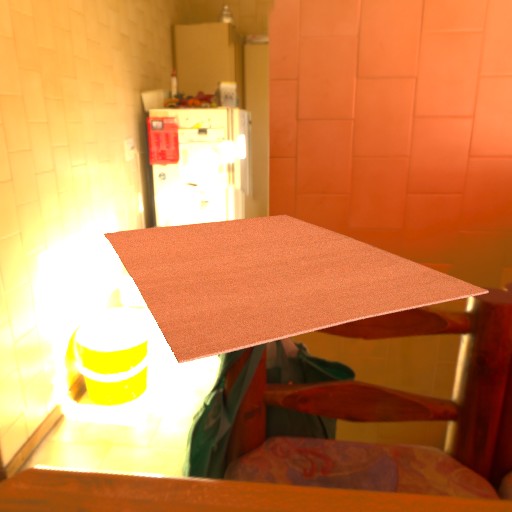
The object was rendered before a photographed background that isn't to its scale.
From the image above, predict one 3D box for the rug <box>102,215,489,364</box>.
[{"bbox_3d":[0.000,0.000,4.246,2.434,0.045,3.202,-8,19,-24],"label":"rug"}]
